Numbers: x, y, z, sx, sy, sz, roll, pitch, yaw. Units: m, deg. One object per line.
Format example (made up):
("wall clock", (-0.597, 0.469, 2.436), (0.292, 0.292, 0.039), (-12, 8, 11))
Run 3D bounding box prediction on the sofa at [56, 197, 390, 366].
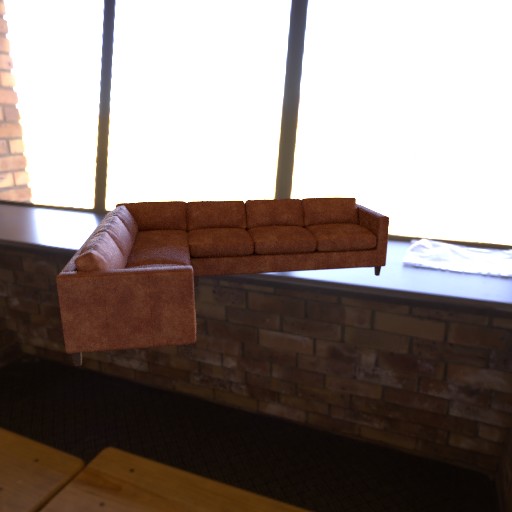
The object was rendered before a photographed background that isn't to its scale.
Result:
("sofa", (0.000, 0.000, 4.459), (3.150, 0.838, 2.438), (-3, 17, -9))
